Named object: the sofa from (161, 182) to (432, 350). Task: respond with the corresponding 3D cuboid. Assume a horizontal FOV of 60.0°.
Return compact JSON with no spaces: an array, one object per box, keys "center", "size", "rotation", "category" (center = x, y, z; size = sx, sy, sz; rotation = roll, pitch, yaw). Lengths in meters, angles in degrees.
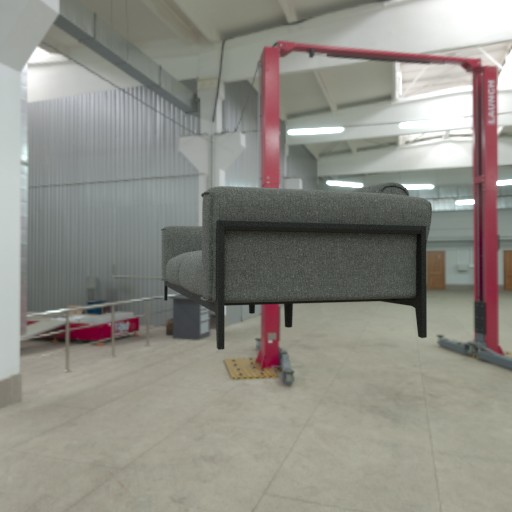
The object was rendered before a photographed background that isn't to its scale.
[{"center":[0.000,0.000,2.709],"size":[0.985,0.703,2.125],"rotation":[0,-1,-17],"category":"sofa"}]
